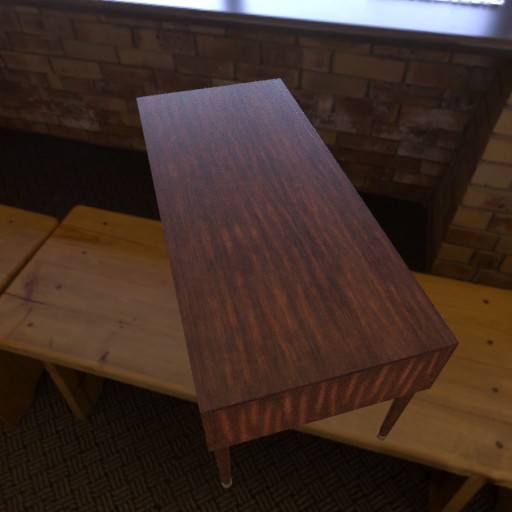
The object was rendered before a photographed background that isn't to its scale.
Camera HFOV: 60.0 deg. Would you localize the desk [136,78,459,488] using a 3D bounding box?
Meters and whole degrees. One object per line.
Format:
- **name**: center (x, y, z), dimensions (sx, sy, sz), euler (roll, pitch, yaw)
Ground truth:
- **desk**: center (0.000, 0.000, 1.923), dimensions (0.724, 0.762, 1.575), euler (-12, 49, -11)
